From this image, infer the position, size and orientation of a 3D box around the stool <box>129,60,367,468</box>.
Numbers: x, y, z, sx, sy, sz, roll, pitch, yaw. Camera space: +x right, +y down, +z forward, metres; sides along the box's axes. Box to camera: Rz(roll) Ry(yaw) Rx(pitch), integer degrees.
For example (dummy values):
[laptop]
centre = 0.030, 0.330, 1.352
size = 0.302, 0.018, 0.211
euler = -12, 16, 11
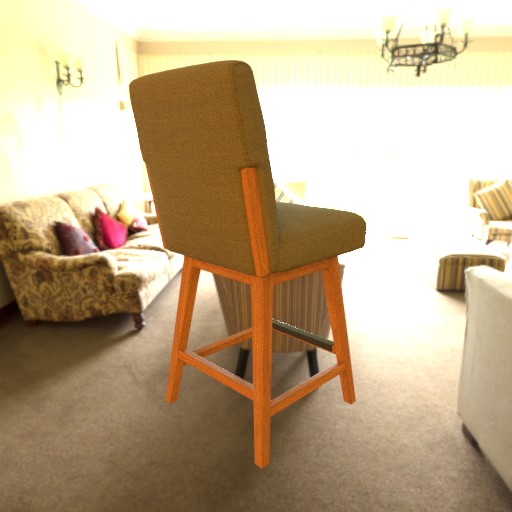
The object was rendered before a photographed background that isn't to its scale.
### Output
[stool]
centre = 0.000, 0.000, 1.354
size = 0.570, 1.019, 0.459
euler = -14, 20, -43
